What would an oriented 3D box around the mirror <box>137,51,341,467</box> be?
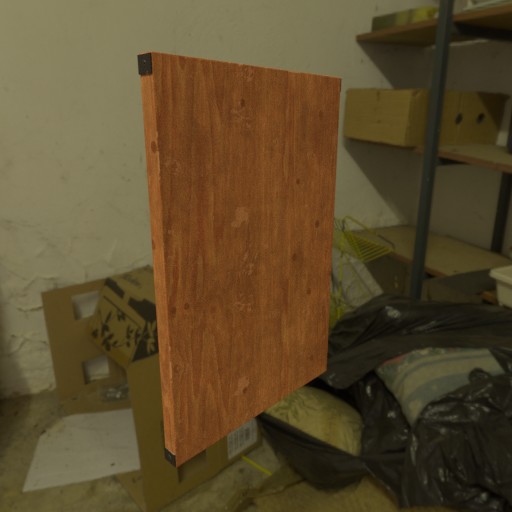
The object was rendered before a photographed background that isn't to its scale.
[{"bbox_3d":[0.000,0.000,0.969,0.053,0.761,0.517,15,22,42],"label":"mirror"}]
